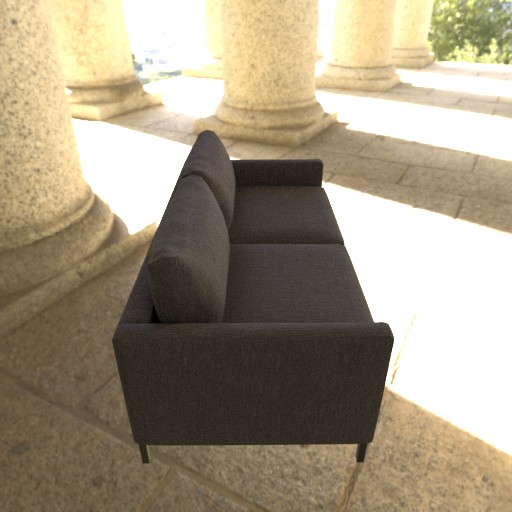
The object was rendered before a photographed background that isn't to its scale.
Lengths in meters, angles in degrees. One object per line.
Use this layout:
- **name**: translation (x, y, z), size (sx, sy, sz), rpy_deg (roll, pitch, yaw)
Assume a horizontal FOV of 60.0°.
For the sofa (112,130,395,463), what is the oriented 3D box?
- **sofa**: translation (0.000, 0.000, 2.121), size (0.875, 0.840, 1.682), rpy_deg (0, 31, 0)
